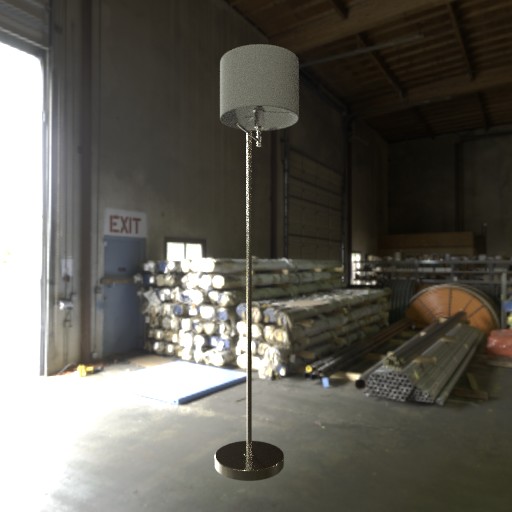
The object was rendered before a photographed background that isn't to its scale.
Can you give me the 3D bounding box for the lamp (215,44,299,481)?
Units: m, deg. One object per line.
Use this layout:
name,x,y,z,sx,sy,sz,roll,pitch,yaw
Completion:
lamp,0.000,0.000,1.784,0.324,1.600,0.416,0,-1,18
